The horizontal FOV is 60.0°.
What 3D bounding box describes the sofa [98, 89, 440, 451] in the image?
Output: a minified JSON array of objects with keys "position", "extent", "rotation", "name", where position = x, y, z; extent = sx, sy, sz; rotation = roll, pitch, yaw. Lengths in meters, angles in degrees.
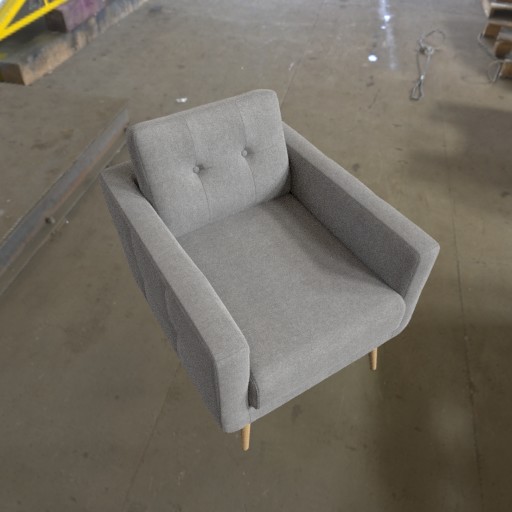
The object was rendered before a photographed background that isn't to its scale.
[{"position":[0.000,0.000,1.558],"extent":[0.770,0.860,0.920],"rotation":[-24,51,-21],"name":"sofa"}]
